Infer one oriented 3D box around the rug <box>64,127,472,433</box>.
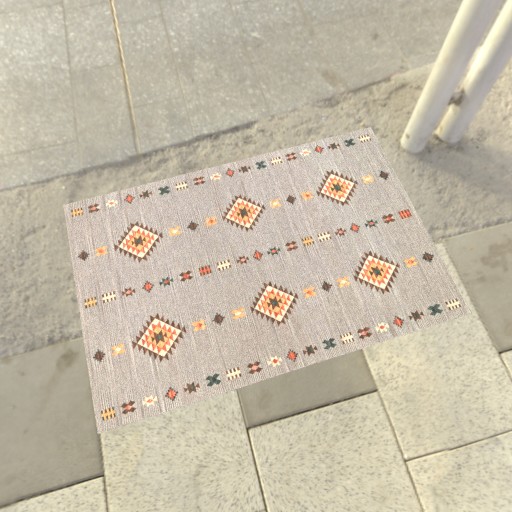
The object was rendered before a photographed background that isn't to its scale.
[{"bbox_3d":[0.000,0.000,2.286,1.818,0.005,1.217,-16,66,-7],"label":"rug"}]
